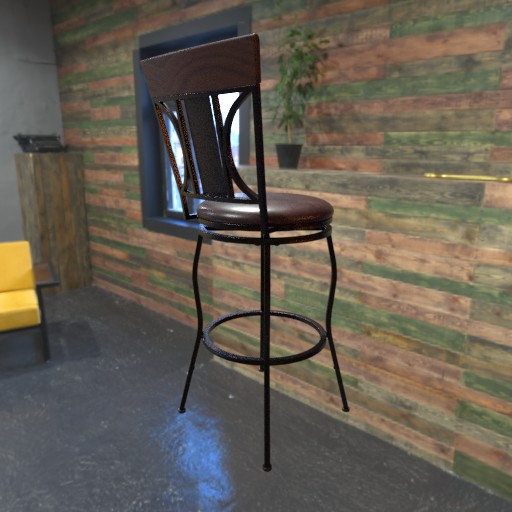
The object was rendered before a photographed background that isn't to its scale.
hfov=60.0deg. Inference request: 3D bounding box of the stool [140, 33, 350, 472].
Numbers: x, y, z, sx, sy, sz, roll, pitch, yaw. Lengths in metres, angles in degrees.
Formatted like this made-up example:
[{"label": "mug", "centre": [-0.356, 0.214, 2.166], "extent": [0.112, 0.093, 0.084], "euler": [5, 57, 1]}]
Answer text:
[{"label": "stool", "centre": [0.000, 0.000, 1.385], "extent": [0.448, 1.130, 0.513], "euler": [13, 19, 43]}]
